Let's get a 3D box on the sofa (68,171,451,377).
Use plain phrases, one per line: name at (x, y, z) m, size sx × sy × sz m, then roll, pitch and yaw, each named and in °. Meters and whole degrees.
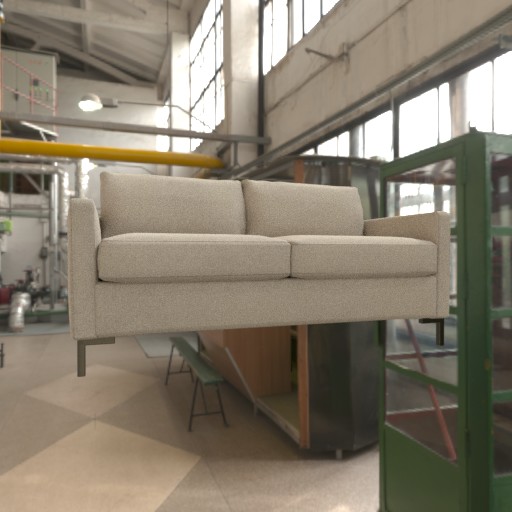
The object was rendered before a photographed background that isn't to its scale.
sofa at (0.000, 0.000, 2.189) m, size 1.682 × 0.840 × 0.875 m, roll 0°, pitch 1°, yaw -19°
